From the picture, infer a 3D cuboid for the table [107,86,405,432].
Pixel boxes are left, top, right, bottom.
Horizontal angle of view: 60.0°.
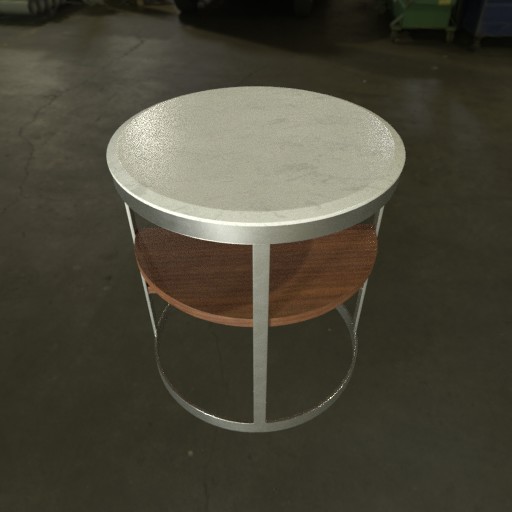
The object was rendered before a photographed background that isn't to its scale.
[{"bbox_3d":[0.000,0.000,0.763,0.407,0.447,0.407,0,40,0],"label":"table"}]
